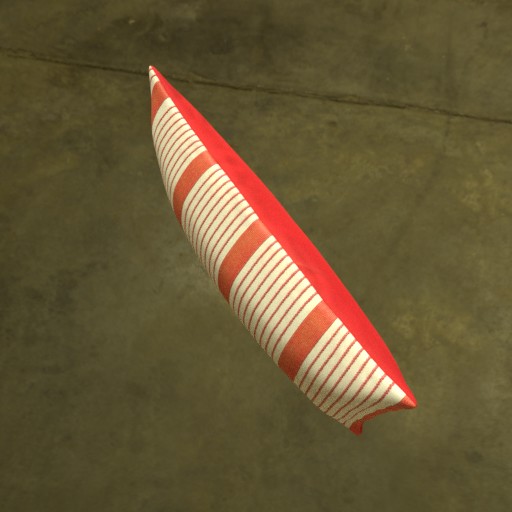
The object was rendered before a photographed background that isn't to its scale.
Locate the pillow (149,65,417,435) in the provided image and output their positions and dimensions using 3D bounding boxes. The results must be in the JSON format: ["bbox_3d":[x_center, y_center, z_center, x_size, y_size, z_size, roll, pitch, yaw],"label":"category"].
[{"bbox_3d":[0.000,0.000,0.704,0.151,0.297,0.608,-31,67,-14],"label":"pillow"}]
